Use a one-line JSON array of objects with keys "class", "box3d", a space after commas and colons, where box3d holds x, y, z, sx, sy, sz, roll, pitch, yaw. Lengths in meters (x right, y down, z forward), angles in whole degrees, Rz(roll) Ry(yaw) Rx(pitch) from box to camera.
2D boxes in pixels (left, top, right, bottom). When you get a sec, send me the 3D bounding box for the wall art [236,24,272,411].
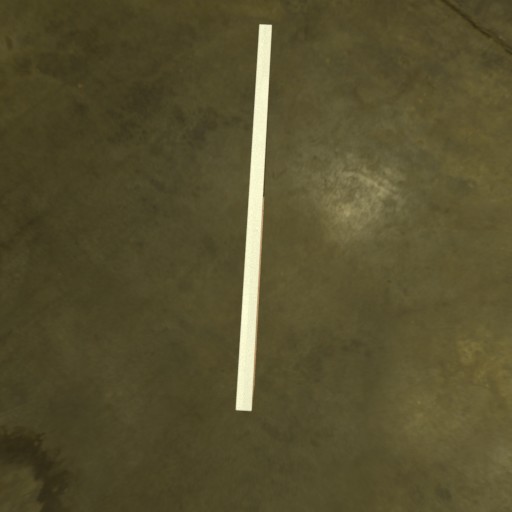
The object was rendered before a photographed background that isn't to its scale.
[{"class": "wall art", "box3d": [0.000, 0.000, 1.002, 0.021, 0.710, 0.609, 3, 75, 1]}]
